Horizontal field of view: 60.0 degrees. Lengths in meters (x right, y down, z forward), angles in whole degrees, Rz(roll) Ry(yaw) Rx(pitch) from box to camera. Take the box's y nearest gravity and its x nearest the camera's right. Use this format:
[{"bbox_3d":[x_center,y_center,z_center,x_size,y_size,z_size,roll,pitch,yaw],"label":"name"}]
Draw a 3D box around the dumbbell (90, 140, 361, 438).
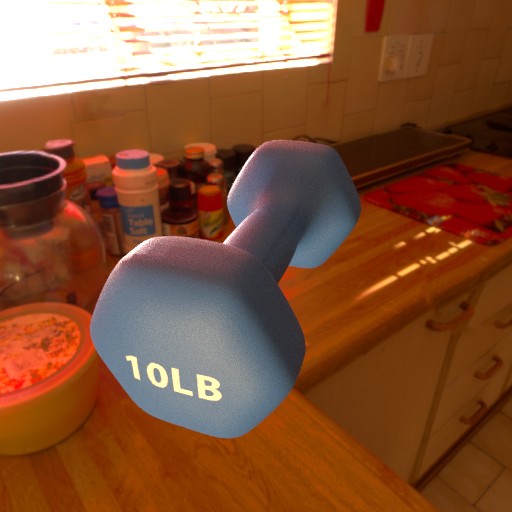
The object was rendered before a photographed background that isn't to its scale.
[{"bbox_3d":[0.000,0.000,0.270,0.103,0.093,0.212,11,32,18],"label":"dumbbell"}]
